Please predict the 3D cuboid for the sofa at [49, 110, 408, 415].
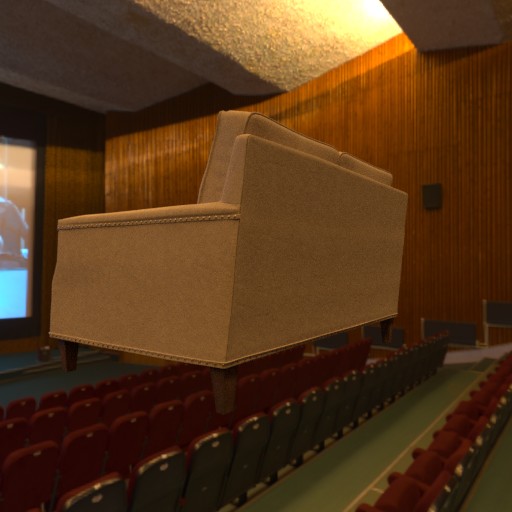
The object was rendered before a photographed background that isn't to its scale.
[{"bbox_3d":[0.000,0.000,2.230,1.084,1.002,1.597,0,-1,36],"label":"sofa"}]
